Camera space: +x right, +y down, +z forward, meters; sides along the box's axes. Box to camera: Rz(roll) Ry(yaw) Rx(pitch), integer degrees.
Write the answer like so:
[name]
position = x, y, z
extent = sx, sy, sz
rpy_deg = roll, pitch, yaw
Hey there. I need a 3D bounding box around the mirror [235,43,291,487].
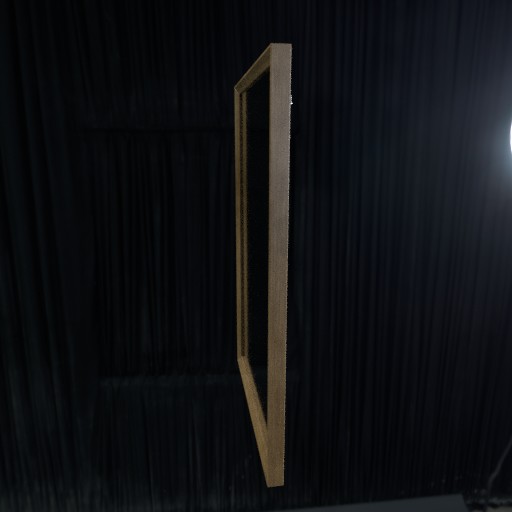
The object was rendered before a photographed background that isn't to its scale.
[mirror]
position = 0.000, 0.000, 1.176
extent = 0.041, 0.915, 0.609
rpy_deg = -2, 14, -8
